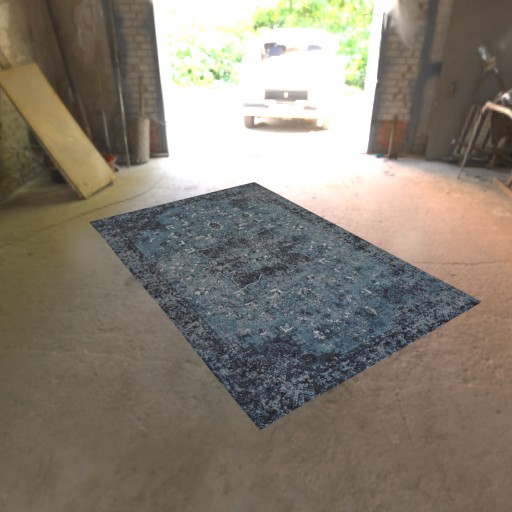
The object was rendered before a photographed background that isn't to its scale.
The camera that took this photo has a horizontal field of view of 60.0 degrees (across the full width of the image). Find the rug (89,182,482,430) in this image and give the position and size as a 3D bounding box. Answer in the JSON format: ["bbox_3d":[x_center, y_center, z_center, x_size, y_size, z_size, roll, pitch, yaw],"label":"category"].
[{"bbox_3d":[0.000,0.000,2.349,1.219,0.005,1.828,-19,35,-29],"label":"rug"}]
